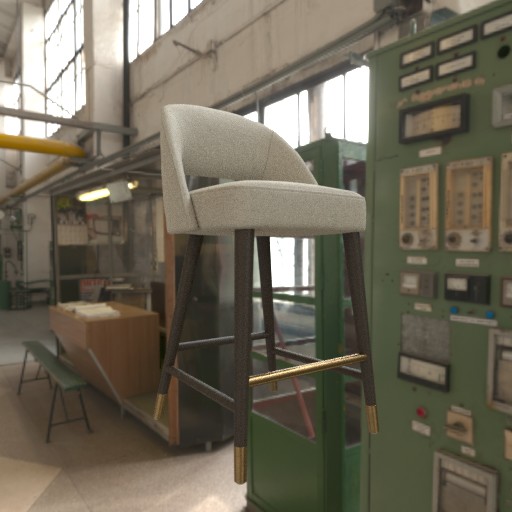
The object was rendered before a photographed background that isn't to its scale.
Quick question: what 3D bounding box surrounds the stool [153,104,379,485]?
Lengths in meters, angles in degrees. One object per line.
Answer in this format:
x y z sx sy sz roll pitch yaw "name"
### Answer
0.000 0.000 1.243 0.494 0.940 0.509 -1 1 -36 "stool"
